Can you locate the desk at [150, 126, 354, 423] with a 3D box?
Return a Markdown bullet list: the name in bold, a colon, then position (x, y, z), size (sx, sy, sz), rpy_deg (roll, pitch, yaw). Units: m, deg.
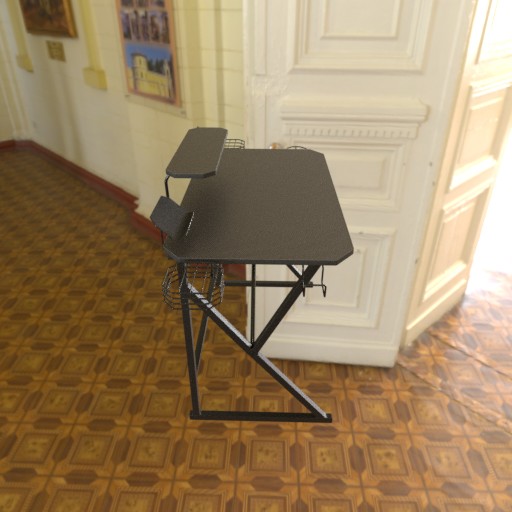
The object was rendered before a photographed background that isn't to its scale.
- **desk**: position (0.000, 0.000, 1.769), size (0.580, 0.880, 1.290), rpy_deg (1, 31, 1)
